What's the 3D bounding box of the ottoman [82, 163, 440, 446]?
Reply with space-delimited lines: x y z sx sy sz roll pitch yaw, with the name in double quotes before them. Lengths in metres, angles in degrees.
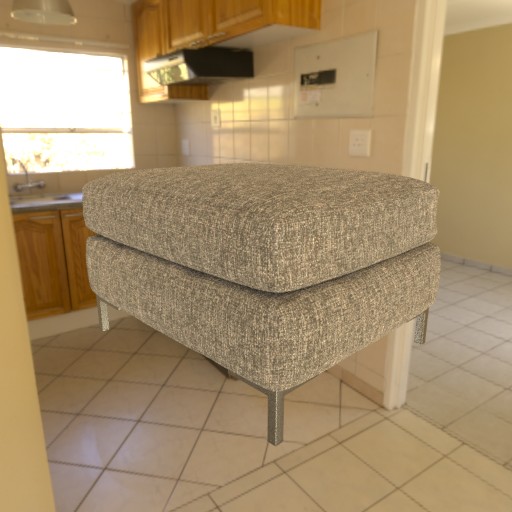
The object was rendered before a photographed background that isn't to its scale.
"ottoman" 0.000 0.000 1.234 0.683 0.480 0.828 -15 21 -42
